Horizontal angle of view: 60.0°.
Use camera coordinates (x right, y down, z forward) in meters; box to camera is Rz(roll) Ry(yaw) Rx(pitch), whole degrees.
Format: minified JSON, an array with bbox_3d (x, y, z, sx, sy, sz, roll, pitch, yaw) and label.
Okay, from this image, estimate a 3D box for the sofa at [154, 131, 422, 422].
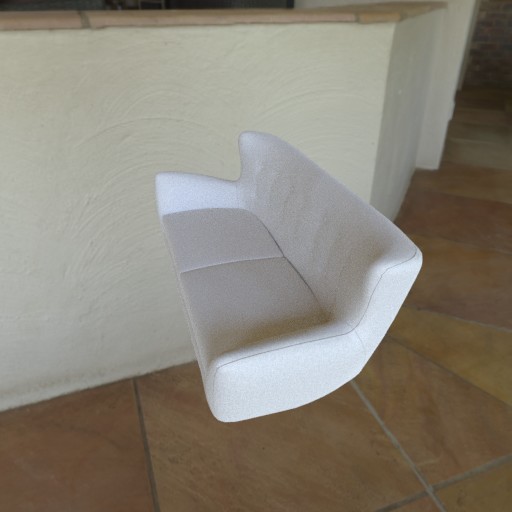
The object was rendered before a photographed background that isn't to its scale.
[{"bbox_3d":[0.000,0.000,2.435,0.899,0.890,1.930,-9,32,-15],"label":"sofa"}]
